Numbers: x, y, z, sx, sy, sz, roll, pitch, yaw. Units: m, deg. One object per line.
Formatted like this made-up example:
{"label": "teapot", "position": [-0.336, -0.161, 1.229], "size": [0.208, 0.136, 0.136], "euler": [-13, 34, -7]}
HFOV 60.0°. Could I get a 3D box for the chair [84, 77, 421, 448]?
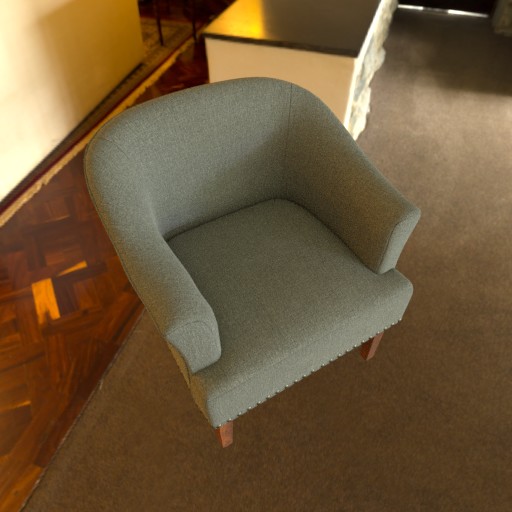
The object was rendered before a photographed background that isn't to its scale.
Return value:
{"label": "chair", "position": [0.000, 0.000, 1.380], "size": [0.798, 0.815, 0.704], "euler": [-24, 51, -21]}
